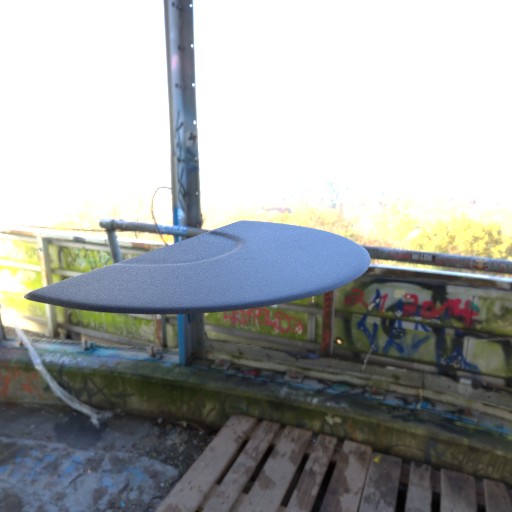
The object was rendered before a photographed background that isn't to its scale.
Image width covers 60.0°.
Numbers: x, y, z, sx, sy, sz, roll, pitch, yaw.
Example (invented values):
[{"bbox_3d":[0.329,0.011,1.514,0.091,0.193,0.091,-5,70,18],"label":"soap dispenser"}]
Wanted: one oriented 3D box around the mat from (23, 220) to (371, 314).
[{"bbox_3d":[0.000,0.000,1.845,0.917,0.016,1.525,7,16,24],"label":"mat"}]
